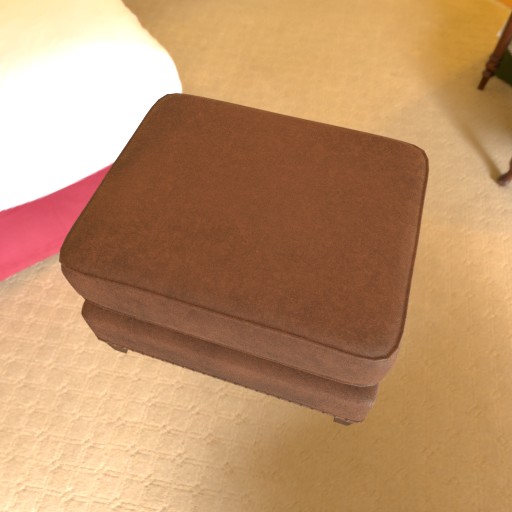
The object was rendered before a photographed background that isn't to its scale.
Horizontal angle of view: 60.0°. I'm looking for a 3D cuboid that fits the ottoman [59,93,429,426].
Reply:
[{"bbox_3d":[0.000,0.000,1.148,0.738,0.537,0.589,15,60,9],"label":"ottoman"}]
